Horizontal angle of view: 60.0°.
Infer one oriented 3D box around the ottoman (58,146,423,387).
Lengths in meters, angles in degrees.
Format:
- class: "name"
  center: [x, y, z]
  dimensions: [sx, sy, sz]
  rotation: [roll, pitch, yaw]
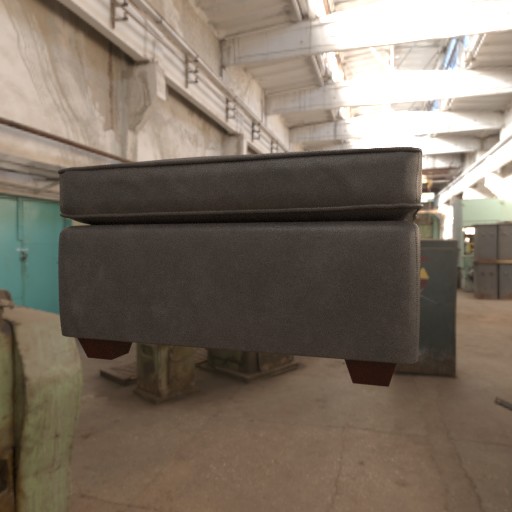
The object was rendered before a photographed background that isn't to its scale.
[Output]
- class: "ottoman"
  center: [0.000, 0.000, 1.092]
  dimensions: [0.756, 0.445, 0.554]
  rotation: [1, 2, 18]
